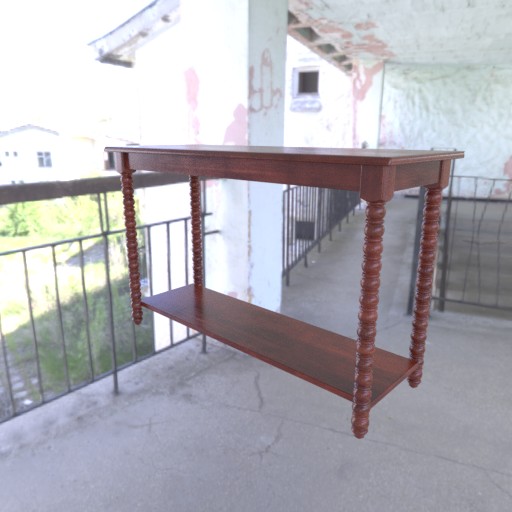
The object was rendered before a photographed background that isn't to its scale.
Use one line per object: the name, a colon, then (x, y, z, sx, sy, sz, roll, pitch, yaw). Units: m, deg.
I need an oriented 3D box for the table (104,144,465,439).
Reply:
table: (0.000, 0.000, 1.566, 1.184, 0.740, 0.459, 14, 21, 41)
